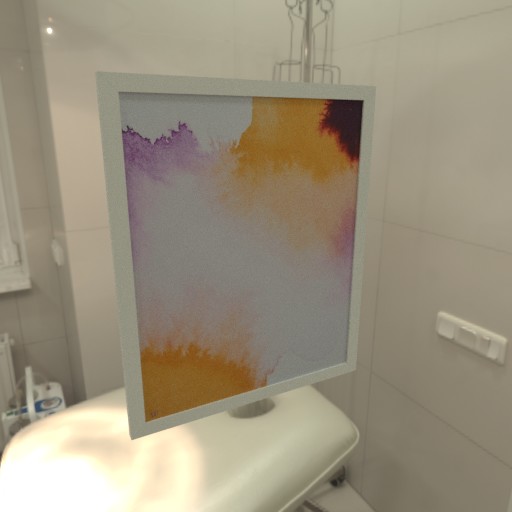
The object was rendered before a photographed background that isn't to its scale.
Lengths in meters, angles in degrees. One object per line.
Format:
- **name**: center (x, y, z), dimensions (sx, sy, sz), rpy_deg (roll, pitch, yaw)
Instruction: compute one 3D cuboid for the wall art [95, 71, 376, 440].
- **wall art**: center (0.000, 0.000, 0.617), dimensions (0.382, 0.456, 0.013), rpy_deg (-8, 18, -27)
